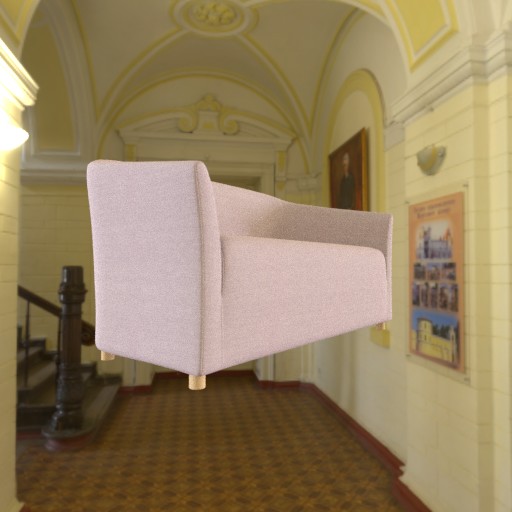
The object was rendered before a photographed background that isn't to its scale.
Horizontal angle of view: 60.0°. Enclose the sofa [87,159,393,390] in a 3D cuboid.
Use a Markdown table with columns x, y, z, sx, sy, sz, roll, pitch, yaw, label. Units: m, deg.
| x | y | z | sx | sy | sz | roll | pitch | yaw | label |
| --- | --- | --- | --- | --- | --- | --- | --- | --- | --- |
| 0.000 | 0.000 | 1.879 | 0.705 | 0.721 | 1.452 | -1 | -2 | 36 | sofa |
